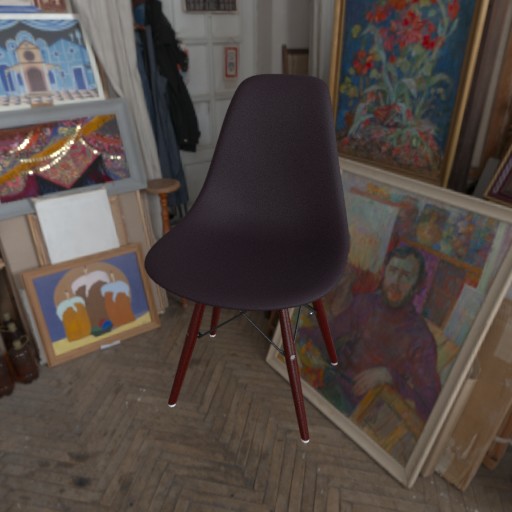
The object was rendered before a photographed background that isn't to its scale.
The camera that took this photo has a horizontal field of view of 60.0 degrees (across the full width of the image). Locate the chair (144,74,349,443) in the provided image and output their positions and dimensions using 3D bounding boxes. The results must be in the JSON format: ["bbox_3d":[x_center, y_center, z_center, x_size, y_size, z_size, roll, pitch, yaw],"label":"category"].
[{"bbox_3d":[0.000,0.000,1.143,0.470,0.826,0.533,8,29,16],"label":"chair"}]
